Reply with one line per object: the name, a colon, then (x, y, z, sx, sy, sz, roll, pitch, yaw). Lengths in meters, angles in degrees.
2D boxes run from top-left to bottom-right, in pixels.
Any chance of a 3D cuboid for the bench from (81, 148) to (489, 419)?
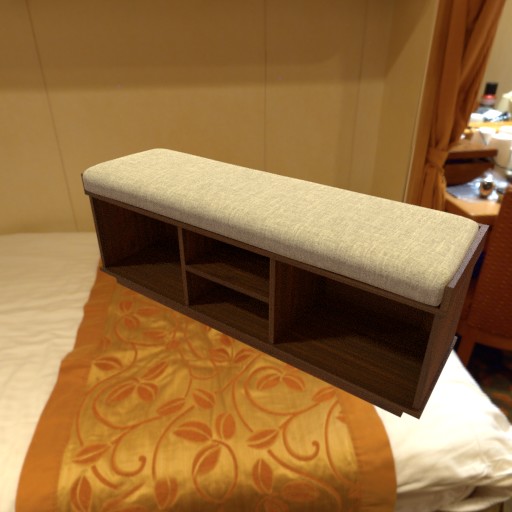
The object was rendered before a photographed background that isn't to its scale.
bench: (0.000, 0.000, 1.396, 1.196, 0.468, 0.367, 19, 35, 30)
